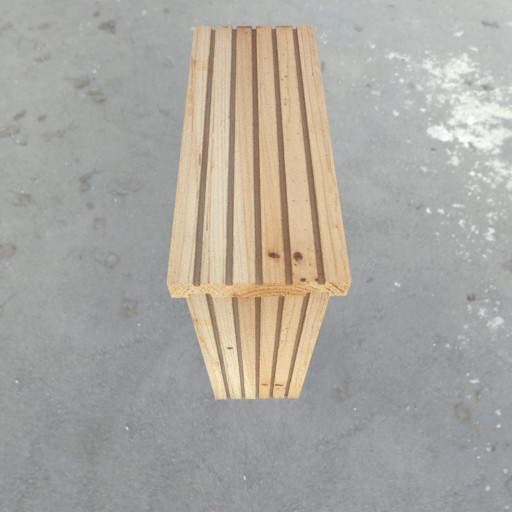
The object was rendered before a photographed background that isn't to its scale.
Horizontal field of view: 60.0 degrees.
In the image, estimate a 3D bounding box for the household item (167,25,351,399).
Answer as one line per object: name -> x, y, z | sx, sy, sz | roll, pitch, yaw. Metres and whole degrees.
household item -> 0.000, 0.000, 0.545 | 0.123, 0.407, 0.301 | -1, 58, 0
